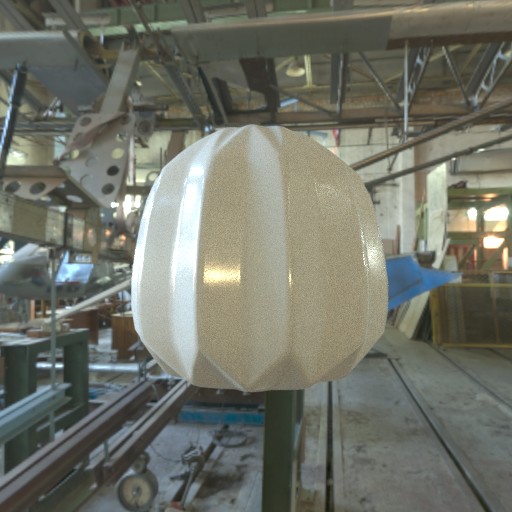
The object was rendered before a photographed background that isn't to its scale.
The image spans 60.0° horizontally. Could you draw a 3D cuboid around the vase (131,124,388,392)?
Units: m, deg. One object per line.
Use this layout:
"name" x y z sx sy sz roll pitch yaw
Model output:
"vase" 0.000 0.000 0.249 0.139 0.134 0.139 0 -2 0
